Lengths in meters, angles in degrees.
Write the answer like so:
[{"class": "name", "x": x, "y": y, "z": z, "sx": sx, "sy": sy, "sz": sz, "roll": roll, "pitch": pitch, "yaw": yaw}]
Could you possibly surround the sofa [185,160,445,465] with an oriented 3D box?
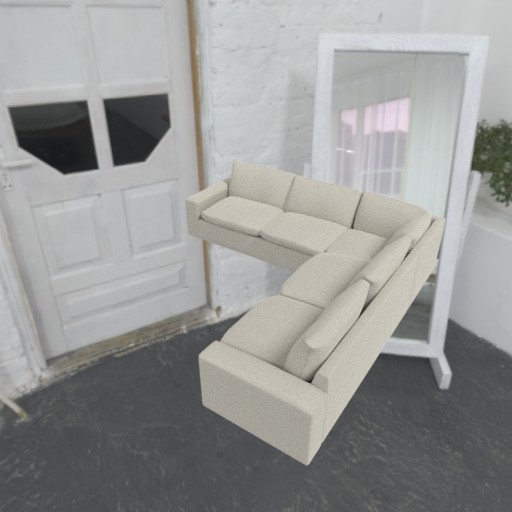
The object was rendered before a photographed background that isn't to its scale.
[{"class": "sofa", "x": 0.000, "y": 0.000, "z": 4.763, "sx": 3.066, "sy": 0.918, "sz": 3.206, "roll": 19, "pitch": 35, "yaw": 29}]
